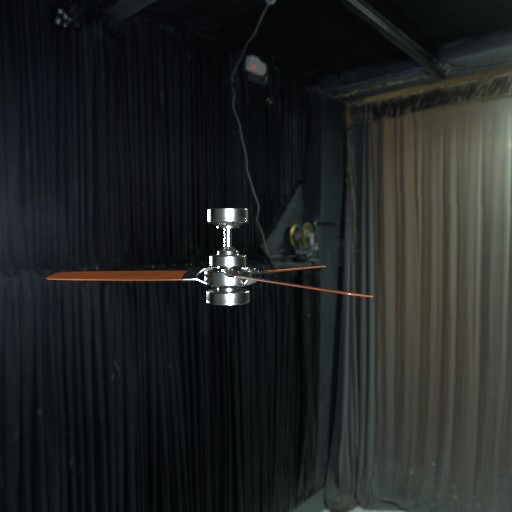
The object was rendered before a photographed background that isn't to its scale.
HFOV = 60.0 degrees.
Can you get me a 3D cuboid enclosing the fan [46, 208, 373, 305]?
[{"bbox_3d":[0.000,0.000,2.015,1.416,0.410,1.271,2,3,37],"label":"fan"}]
